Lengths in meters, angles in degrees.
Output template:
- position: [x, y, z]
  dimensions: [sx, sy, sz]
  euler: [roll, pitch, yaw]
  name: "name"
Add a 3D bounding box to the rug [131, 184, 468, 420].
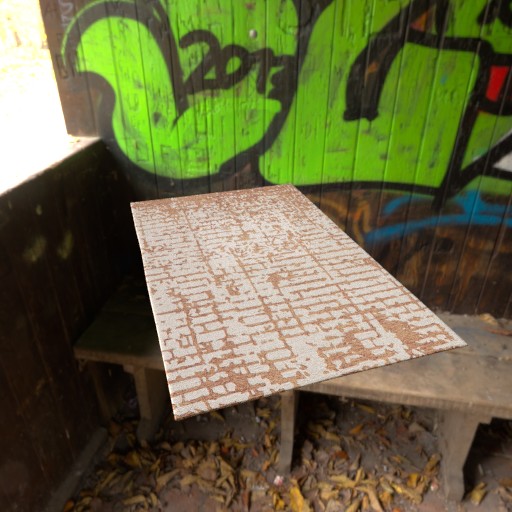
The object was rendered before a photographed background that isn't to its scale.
- position: [0.000, 0.000, 3.087]
  dimensions: [1.517, 0.011, 2.435]
  euler: [-9, 31, -16]
  name: "rug"
